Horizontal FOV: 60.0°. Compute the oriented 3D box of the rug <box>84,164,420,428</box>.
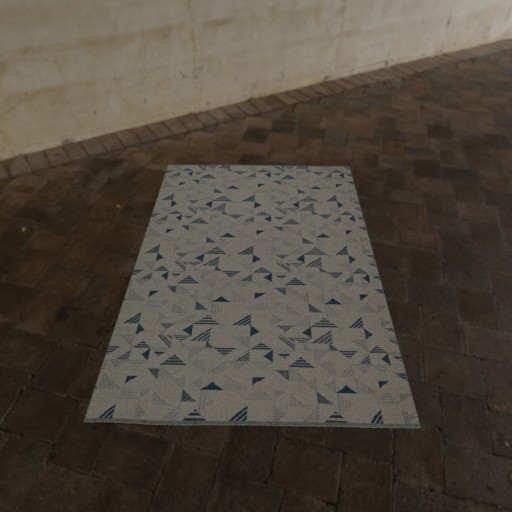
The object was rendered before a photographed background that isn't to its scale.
[{"bbox_3d":[0.000,0.000,2.267,1.206,0.003,1.835,1,41,1],"label":"rug"}]
